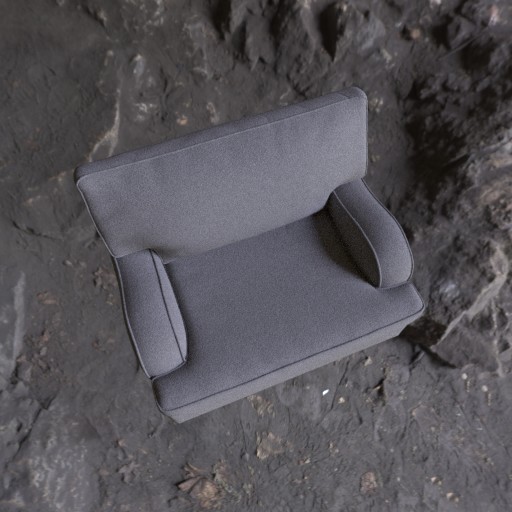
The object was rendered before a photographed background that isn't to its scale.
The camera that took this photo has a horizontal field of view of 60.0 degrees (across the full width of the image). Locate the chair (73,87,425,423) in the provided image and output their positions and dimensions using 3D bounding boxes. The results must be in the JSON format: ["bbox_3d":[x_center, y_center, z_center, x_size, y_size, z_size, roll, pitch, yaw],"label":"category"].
[{"bbox_3d":[0.000,0.000,2.003,1.220,1.016,1.040,-19,64,-10],"label":"chair"}]
